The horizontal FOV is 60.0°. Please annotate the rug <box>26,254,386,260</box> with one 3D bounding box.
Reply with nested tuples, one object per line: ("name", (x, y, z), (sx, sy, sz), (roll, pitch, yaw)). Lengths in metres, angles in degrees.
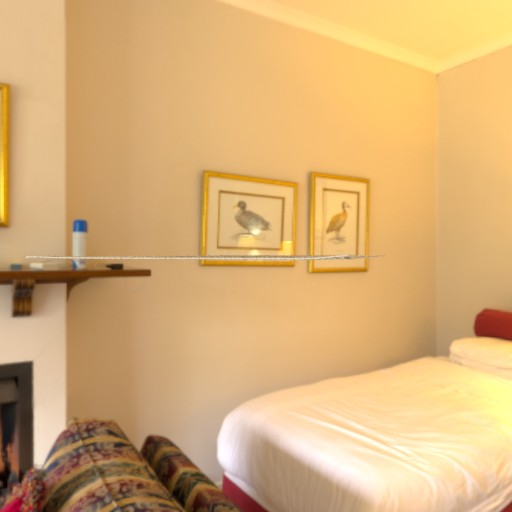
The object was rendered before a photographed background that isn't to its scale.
("rug", (0.000, 0.000, 2.324), (1.209, 0.019, 1.828), (0, 0, 19))
